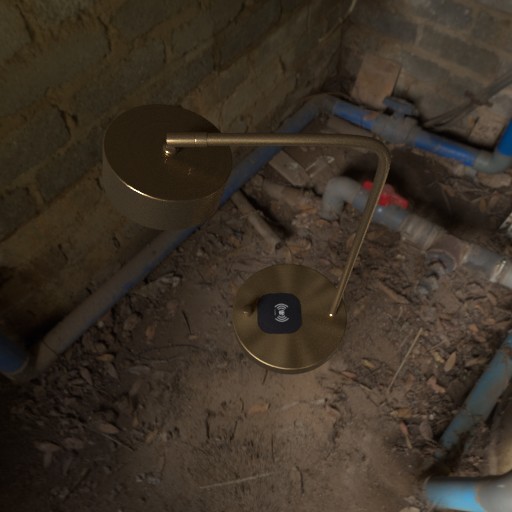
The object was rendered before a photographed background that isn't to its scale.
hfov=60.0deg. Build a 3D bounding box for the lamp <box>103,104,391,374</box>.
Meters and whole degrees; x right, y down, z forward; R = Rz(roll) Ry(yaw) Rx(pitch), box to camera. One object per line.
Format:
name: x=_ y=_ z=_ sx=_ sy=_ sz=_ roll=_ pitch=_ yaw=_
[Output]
lamp: x=0.000 y=0.000 z=0.520 sx=0.270 sy=0.380 sz=0.171 roll=0 pitch=59 yaw=0
